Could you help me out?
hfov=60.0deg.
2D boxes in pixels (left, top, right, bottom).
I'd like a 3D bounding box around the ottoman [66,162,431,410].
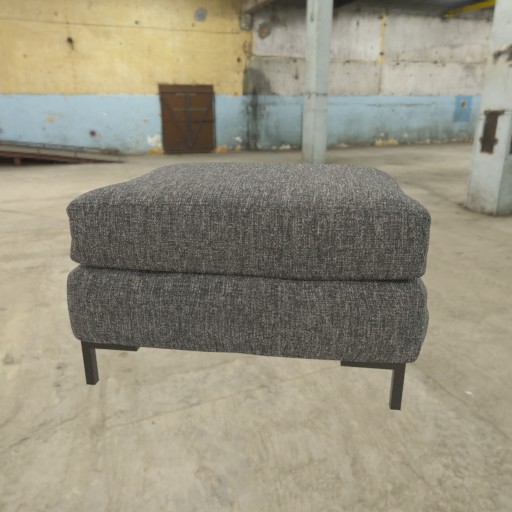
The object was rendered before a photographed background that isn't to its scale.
[{"bbox_3d":[0.000,0.000,1.232,0.828,0.480,0.683,2,18,7],"label":"ottoman"}]
